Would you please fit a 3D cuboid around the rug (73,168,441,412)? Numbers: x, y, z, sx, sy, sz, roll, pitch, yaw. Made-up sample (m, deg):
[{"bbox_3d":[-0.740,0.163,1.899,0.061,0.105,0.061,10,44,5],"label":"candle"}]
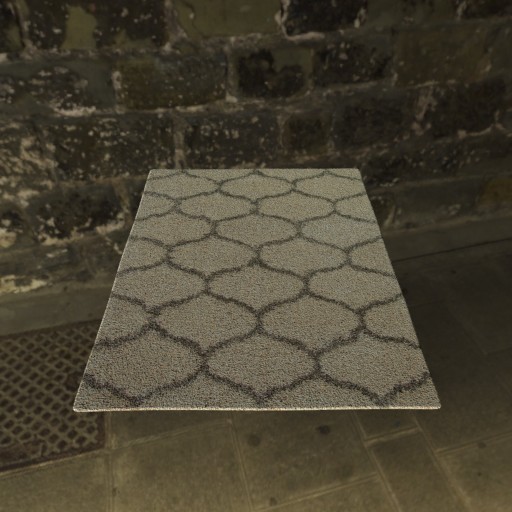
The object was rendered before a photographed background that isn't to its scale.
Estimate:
[{"bbox_3d":[0.000,0.000,3.982,2.399,0.026,3.000,0,42,0],"label":"rug"}]
